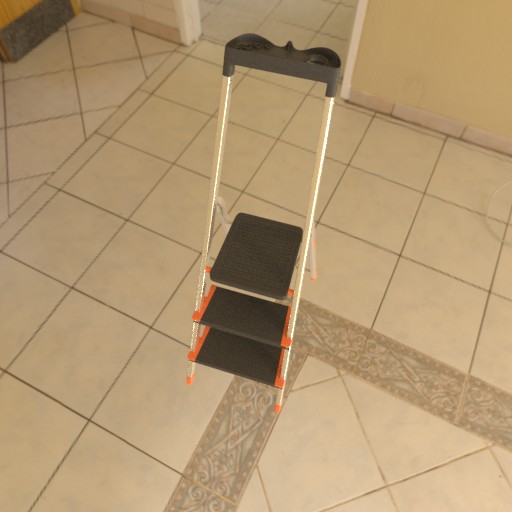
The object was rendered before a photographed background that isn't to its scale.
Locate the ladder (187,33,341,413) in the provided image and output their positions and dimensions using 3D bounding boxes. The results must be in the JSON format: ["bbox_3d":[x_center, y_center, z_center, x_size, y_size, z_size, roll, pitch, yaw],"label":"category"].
[{"bbox_3d":[0.000,0.000,1.505,0.416,1.229,0.686,15,60,9],"label":"ladder"}]
